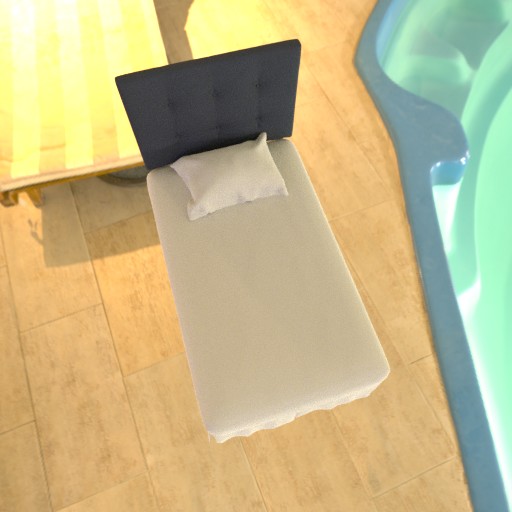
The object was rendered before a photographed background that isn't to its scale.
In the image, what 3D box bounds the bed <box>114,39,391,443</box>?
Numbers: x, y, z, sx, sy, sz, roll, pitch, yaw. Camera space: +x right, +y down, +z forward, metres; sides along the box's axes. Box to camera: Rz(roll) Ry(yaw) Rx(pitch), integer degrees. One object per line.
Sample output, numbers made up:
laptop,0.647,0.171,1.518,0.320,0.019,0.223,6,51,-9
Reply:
bed,0.000,0.000,2.922,1.261,1.571,1.997,-15,65,-7
